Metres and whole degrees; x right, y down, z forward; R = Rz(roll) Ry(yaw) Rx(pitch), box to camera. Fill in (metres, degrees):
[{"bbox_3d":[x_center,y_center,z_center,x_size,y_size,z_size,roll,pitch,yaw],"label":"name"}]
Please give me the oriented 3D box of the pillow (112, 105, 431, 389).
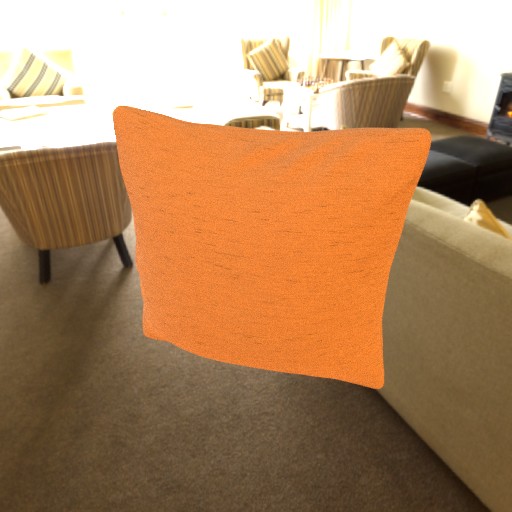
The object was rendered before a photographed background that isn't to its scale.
[{"bbox_3d":[0.000,0.000,0.671,0.432,0.415,0.246,9,31,15],"label":"pillow"}]
